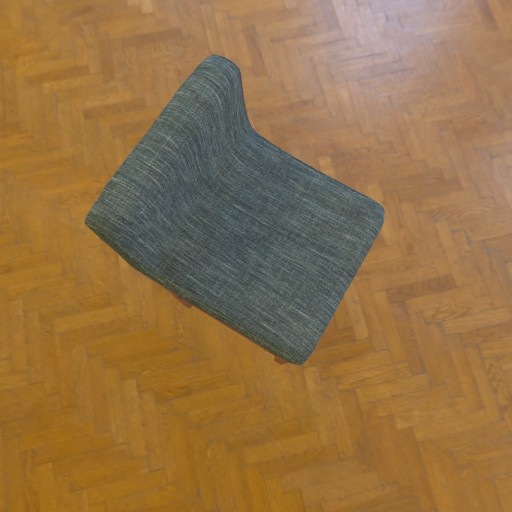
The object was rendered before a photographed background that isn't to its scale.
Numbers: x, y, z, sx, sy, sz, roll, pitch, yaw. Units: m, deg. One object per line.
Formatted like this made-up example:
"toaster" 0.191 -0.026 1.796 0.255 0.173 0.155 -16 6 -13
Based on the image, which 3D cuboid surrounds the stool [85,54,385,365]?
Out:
"stool" 0.000 0.000 1.131 0.459 0.835 0.395 30 76 8
